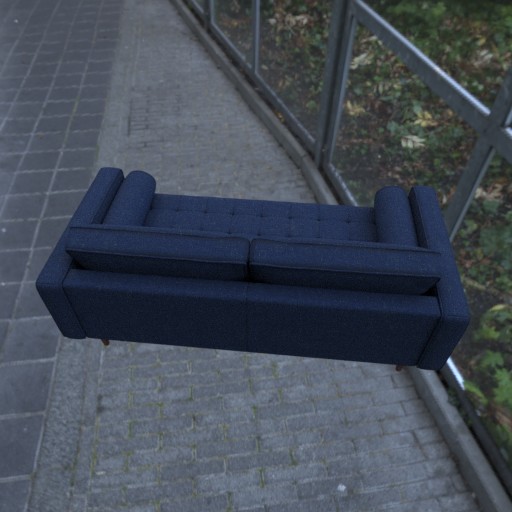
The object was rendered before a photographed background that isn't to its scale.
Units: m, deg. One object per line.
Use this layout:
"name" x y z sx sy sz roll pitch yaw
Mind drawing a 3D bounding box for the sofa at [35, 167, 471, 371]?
"sofa" 0.000 0.000 2.317 1.880 0.762 0.914 4 47 4
